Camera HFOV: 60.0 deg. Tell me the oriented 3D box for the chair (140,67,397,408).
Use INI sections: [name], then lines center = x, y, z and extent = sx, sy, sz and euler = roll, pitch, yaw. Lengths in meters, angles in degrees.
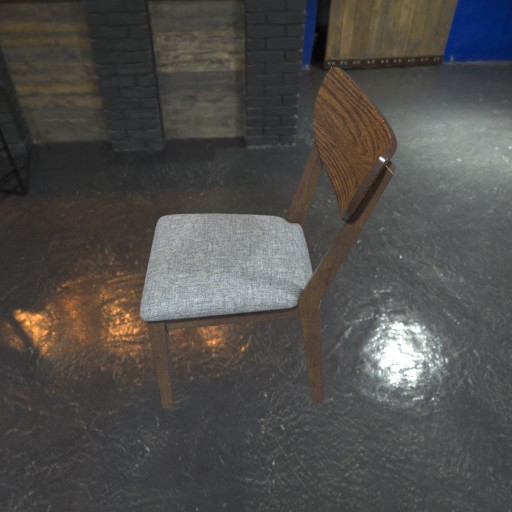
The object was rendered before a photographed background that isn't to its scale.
[chair]
center = 0.000, 0.000, 1.215
extent = 0.583, 0.849, 0.491
euler = -2, 41, -2
